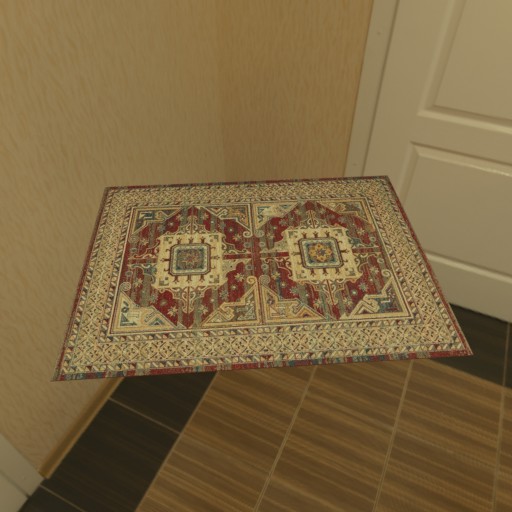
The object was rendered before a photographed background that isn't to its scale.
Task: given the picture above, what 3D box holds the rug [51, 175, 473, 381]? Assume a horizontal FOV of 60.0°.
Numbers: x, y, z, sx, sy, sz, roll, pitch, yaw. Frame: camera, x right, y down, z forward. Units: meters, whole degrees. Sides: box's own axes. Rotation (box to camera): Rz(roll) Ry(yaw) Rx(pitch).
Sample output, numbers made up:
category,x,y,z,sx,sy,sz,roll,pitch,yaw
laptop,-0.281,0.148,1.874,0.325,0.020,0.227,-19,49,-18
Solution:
category,x,y,z,sx,sy,sz,roll,pitch,yaw
rug,0.000,0.000,4.176,3.197,0.013,2.381,-3,45,-3
